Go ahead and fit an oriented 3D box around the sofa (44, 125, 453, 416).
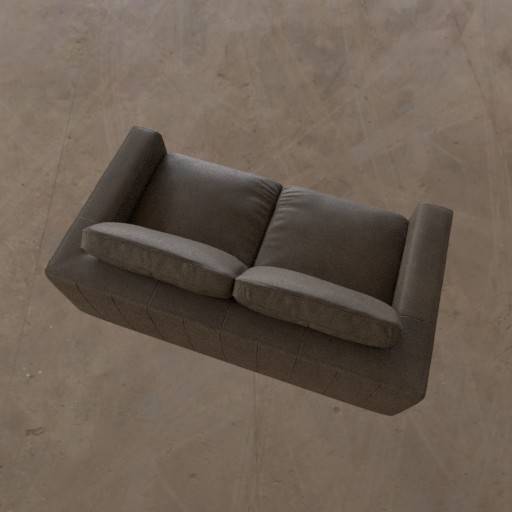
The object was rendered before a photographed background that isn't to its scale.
[{"bbox_3d":[0.000,0.000,2.441,1.920,0.800,1.070,17,64,8],"label":"sofa"}]
